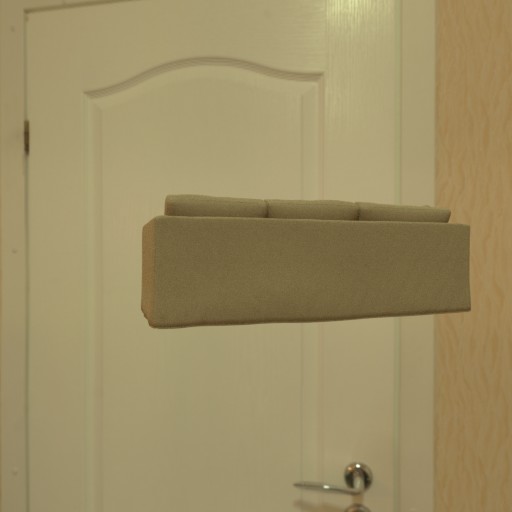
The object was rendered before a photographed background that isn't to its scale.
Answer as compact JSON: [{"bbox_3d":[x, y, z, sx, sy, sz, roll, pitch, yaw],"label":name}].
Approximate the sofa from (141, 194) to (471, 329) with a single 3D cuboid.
[{"bbox_3d":[0.000,0.000,4.713,2.476,0.878,3.528,0,1,-18],"label":"sofa"}]
